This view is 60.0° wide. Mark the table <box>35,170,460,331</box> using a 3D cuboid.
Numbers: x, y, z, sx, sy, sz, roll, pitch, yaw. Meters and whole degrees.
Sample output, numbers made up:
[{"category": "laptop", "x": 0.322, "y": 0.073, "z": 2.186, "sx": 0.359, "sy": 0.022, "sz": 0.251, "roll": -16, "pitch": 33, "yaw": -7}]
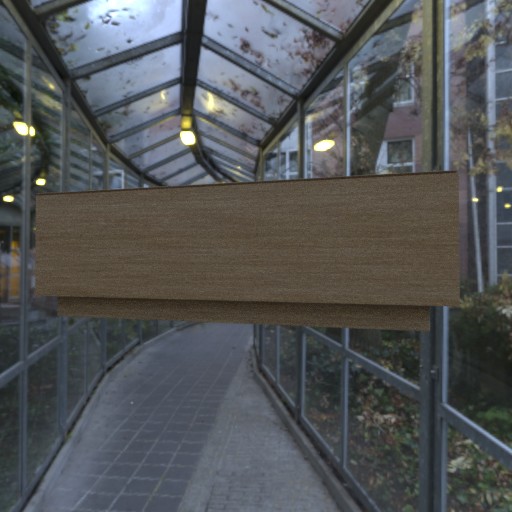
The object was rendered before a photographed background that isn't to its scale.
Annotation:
[{"category": "table", "x": 0.000, "y": 0.000, "z": 1.429, "sx": 1.110, "sy": 0.353, "sz": 0.678, "roll": 0, "pitch": -1, "yaw": 17}]
